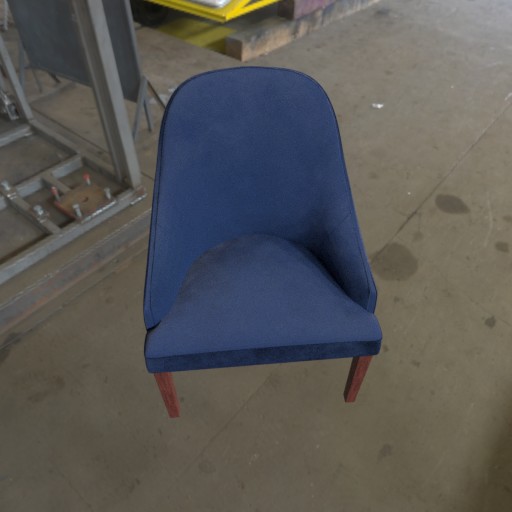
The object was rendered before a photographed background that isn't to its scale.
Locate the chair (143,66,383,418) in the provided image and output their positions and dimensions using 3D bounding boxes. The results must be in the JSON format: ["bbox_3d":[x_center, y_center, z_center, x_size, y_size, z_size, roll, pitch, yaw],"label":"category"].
[{"bbox_3d":[0.000,0.000,1.305,0.643,0.889,0.575,-4,46,-4],"label":"chair"}]
